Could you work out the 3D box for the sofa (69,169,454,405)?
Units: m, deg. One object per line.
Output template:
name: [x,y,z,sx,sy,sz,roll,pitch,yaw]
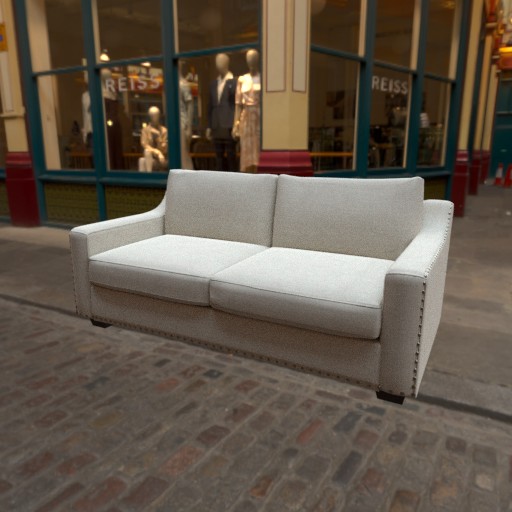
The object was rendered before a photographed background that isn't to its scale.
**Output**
sofa: [0.000,0.000,2.738,2.107,0.983,1.104,7,16,27]
